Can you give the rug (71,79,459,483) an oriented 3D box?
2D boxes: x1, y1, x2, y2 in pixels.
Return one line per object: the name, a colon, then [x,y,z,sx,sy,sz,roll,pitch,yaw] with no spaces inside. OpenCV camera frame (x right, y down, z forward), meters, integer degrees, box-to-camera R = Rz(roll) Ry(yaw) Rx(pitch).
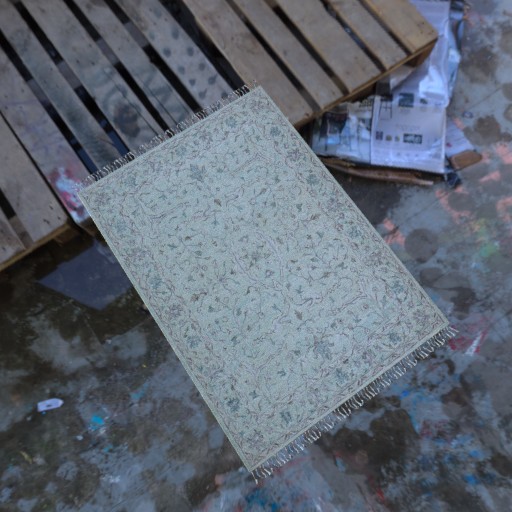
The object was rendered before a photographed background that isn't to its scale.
rug: [0.000,0.000,2.325,1.247,0.008,1.802,-33,77,-9]
